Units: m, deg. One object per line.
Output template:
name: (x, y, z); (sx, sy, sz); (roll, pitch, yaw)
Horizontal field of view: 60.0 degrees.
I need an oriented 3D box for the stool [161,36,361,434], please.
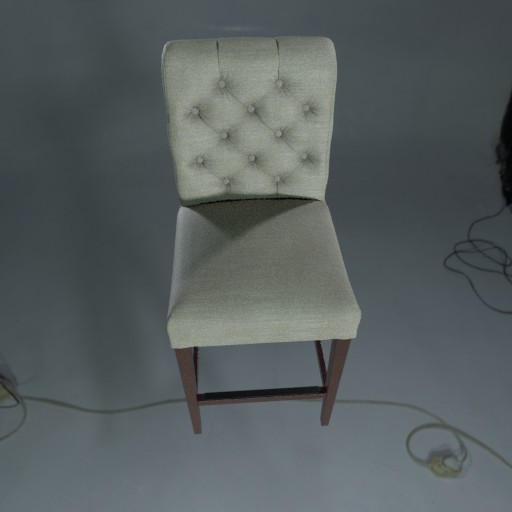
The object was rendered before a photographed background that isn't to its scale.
stool: (0.000, 0.000, 1.371); (0.486, 1.084, 0.660); (-3, 45, -3)
